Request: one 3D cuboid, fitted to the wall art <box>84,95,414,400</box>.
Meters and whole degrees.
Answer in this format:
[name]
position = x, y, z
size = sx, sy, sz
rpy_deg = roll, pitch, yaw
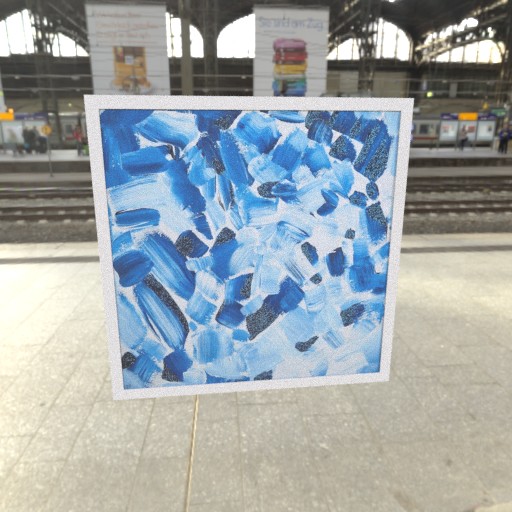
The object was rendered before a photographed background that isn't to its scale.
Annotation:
[wall art]
position = 0.000, 0.000, 1.198
size = 0.812, 0.812, 0.015
rpy_deg = -2, 15, -7
